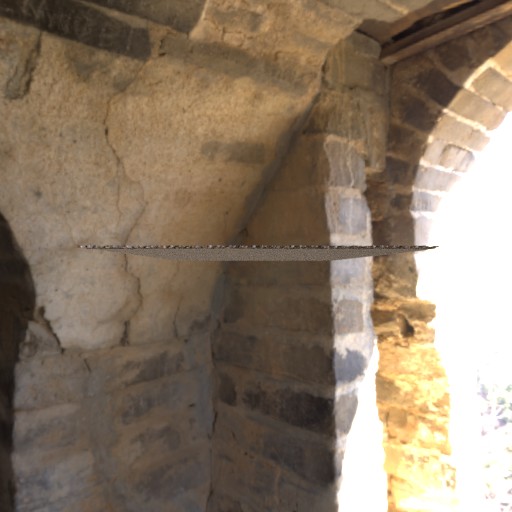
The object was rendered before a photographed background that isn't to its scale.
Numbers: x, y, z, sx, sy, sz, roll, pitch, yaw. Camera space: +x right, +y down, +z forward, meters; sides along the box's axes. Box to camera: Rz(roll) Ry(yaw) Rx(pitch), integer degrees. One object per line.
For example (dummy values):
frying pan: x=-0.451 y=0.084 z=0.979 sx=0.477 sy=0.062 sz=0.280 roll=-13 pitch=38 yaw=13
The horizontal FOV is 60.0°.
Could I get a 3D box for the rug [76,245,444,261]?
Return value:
rug: x=0.000 y=0.000 z=2.482 sx=1.237 sy=0.010 sz=2.029 roll=0 pitch=-2 yaw=-1
